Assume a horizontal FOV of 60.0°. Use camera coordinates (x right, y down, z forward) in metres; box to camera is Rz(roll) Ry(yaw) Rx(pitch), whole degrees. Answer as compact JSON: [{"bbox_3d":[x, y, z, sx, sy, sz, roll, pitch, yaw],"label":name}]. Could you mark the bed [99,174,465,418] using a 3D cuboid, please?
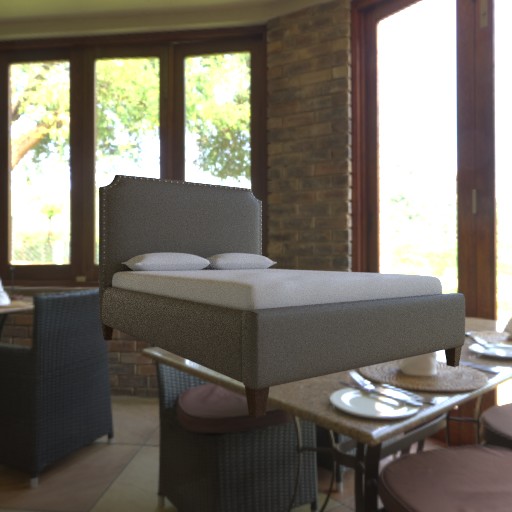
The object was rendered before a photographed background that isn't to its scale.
[{"bbox_3d":[0.000,0.000,3.371,1.712,1.443,2.372,0,0,-35],"label":"bed"}]
